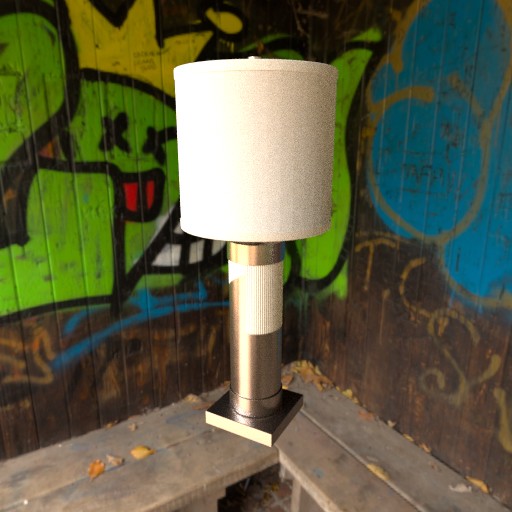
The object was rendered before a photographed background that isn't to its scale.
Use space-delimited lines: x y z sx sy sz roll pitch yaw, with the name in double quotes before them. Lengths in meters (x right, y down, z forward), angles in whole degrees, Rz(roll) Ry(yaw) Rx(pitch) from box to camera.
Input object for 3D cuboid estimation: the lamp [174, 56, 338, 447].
"lamp" 0.000 0.000 0.618 0.202 0.509 0.202 9 18 28
